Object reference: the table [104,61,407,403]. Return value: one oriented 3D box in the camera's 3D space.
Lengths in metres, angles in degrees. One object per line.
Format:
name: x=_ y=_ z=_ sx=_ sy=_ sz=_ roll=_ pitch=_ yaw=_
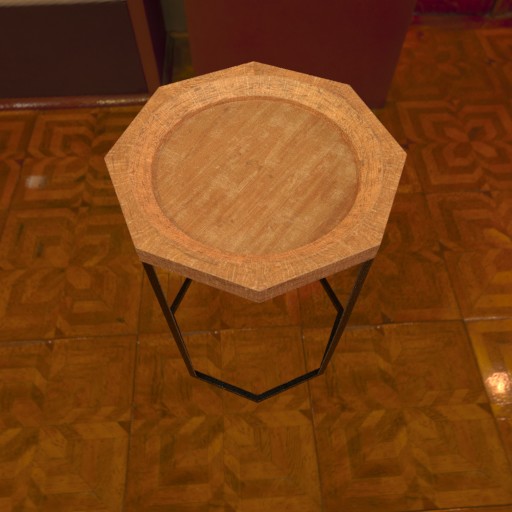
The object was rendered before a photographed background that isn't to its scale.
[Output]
table: x=0.000 y=0.000 z=0.874 sx=0.437 sy=0.553 sz=0.437 roll=-1 pitch=59 yaw=-1
